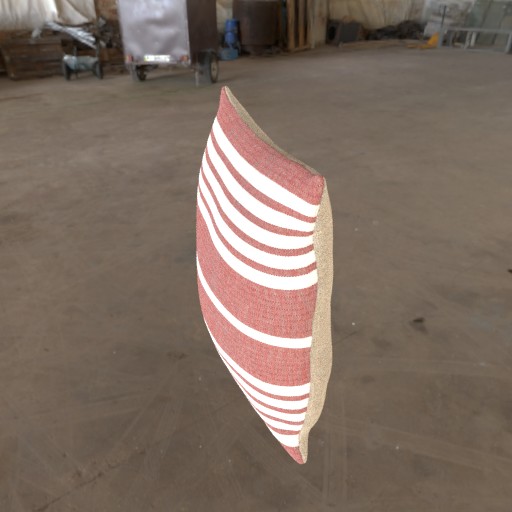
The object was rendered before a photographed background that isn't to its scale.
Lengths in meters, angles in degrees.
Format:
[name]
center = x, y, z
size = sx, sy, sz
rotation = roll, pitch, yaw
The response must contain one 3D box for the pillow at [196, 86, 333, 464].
[pillow]
center = 0.000, 0.000, 0.680
size = 0.182, 0.427, 0.439
rotation = -8, 32, -13
